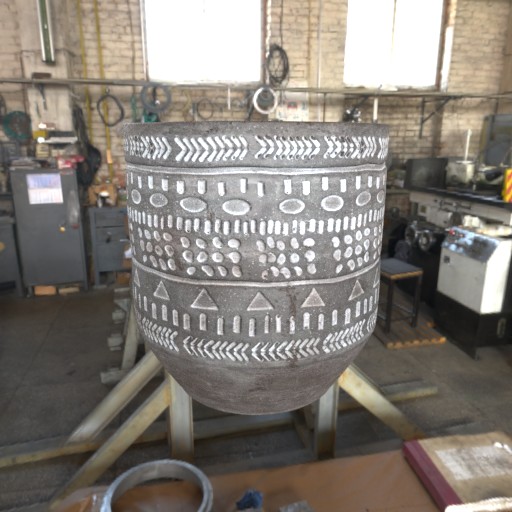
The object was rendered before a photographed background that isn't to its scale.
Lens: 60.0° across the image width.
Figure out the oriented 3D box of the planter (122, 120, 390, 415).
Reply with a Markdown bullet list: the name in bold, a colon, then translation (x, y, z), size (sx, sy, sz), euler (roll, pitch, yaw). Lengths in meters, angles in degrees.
- **planter**: translation (0.000, 0.000, 0.224), size (0.122, 0.128, 0.122), euler (0, 15, 0)
